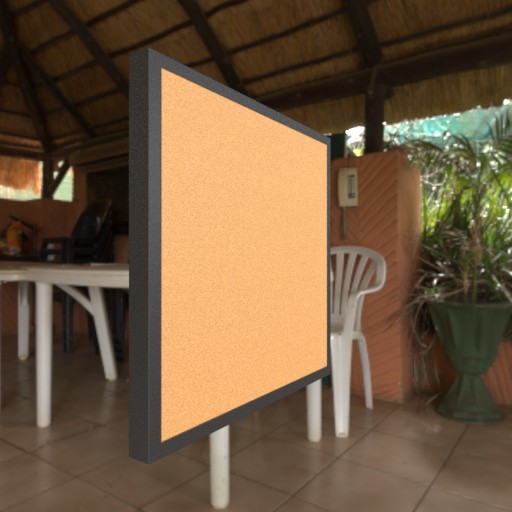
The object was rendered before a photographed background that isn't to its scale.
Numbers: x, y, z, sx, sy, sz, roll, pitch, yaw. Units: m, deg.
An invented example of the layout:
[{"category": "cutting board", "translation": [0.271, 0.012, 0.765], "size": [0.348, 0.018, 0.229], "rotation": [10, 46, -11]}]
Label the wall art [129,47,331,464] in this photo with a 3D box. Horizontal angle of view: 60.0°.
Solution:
[{"category": "wall art", "translation": [0.000, 0.000, 0.755], "size": [0.037, 0.506, 0.506], "rotation": [0, 0, 35]}]
